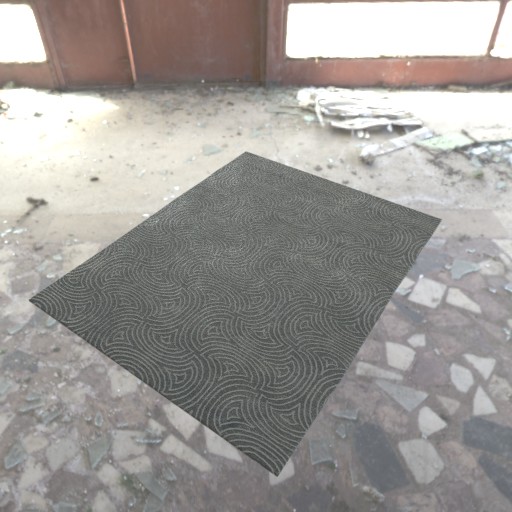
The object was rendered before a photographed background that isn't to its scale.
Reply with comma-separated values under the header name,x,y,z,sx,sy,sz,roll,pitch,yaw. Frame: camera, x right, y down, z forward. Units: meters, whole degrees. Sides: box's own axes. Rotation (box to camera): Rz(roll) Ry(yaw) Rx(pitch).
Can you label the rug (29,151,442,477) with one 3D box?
name,x,y,z,sx,sy,sz,roll,pitch,yaw
rug,0.000,0.000,4.051,2.456,0.021,3.042,25,47,25
